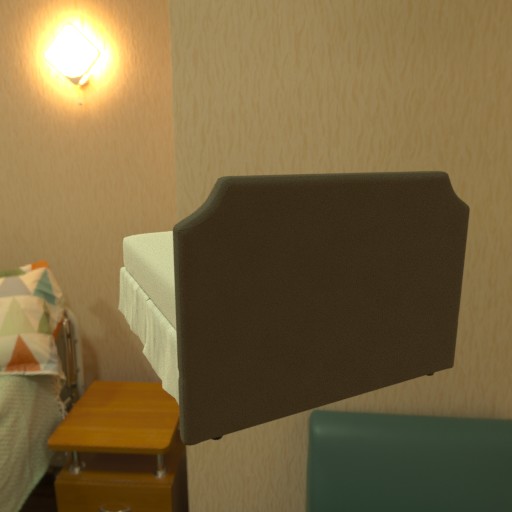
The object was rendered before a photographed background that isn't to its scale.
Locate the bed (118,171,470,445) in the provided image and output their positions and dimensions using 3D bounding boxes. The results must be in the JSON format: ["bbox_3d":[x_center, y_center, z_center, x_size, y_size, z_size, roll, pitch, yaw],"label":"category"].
[{"bbox_3d":[0.000,0.000,3.298,1.831,1.297,2.181,-6,15,-26],"label":"bed"}]
